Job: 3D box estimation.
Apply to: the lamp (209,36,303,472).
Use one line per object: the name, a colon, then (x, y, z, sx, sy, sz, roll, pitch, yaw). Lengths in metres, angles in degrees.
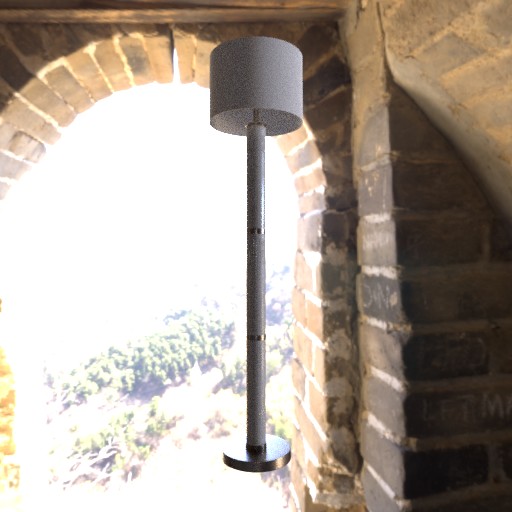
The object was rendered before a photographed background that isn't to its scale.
lamp: (0.000, 0.000, 1.782, 0.377, 1.599, 0.377, -1, -1, 37)
